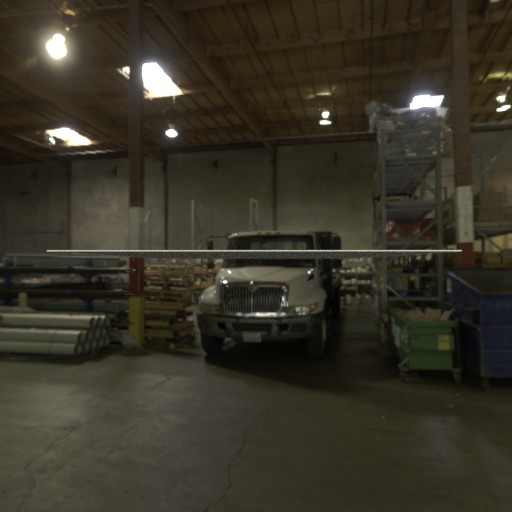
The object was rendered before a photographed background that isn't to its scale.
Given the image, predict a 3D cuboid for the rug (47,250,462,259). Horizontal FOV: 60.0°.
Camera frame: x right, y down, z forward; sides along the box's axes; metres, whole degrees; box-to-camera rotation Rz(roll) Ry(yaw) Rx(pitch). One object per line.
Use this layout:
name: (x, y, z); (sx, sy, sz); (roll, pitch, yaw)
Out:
rug: (0.000, 0.000, 4.099); (2.421, 0.008, 3.045); (0, -1, 1)
